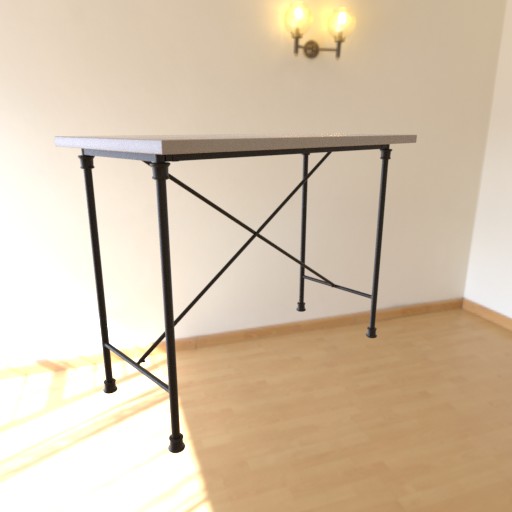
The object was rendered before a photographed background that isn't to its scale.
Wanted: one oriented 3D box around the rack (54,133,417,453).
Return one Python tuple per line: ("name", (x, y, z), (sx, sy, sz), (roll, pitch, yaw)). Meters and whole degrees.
("rack", (0.000, 0.000, 1.676), (1.159, 0.880, 0.613), (-15, 22, -42))
